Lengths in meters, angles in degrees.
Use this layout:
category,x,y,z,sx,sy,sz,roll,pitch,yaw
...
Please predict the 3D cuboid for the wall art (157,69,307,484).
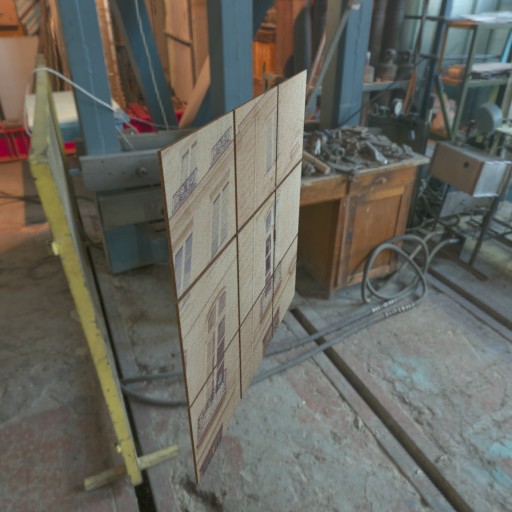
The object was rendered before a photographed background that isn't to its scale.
category,x,y,z,sx,sy,sz,roll,pitch,yaw
wall art,0.000,0.000,2.205,0.023,1.522,1.526,11,33,17
